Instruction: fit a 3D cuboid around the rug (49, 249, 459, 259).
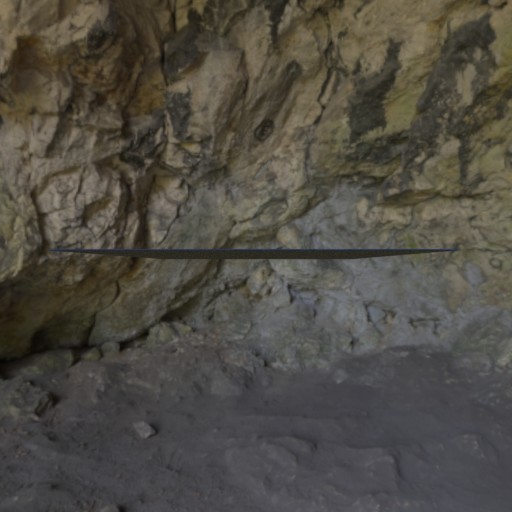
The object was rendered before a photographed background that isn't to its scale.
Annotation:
[{"bbox_3d":[0.000,0.000,4.147,2.438,0.010,3.048,0,-1,1],"label":"rug"}]
